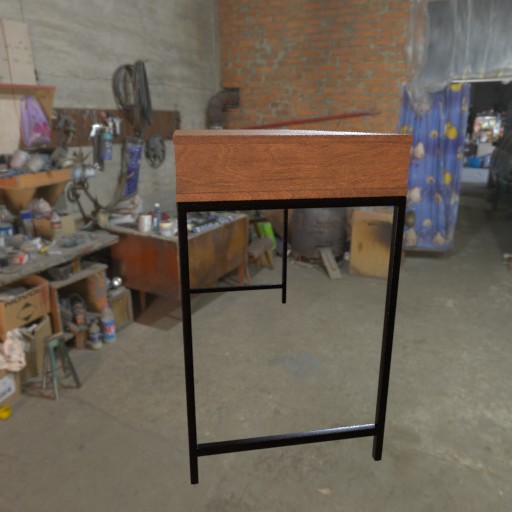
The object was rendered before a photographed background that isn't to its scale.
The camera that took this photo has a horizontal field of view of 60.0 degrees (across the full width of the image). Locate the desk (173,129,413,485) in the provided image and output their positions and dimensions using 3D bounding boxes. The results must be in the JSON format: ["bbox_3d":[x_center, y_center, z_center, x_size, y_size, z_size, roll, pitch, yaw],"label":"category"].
[{"bbox_3d":[0.000,0.000,1.408,0.470,0.762,1.016,-3,17,-9],"label":"desk"}]
